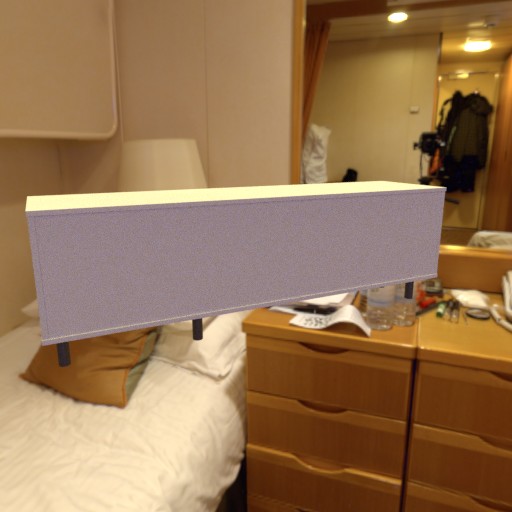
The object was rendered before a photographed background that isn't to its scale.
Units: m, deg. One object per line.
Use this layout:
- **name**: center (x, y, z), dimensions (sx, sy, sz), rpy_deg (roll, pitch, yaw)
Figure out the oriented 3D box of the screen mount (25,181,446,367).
- **screen mount**: center (0.000, 0.000, 1.792), dimensions (1.600, 0.520, 0.418), rpy_deg (-7, 15, -25)
